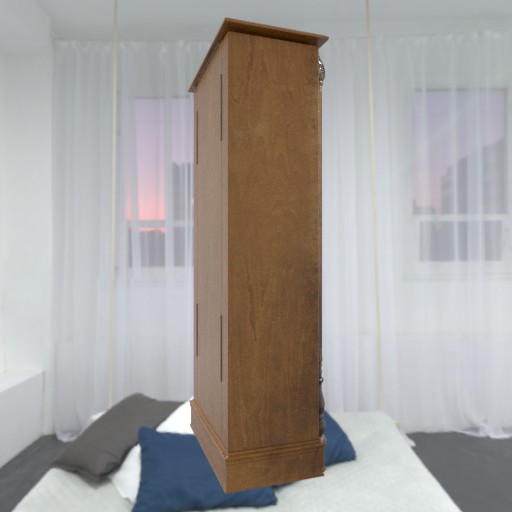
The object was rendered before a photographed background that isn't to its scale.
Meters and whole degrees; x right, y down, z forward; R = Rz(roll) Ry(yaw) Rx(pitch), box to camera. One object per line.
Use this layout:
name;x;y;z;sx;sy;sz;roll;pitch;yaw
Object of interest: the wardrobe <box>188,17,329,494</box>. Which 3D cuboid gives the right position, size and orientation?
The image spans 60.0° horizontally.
wardrobe;0.000;0.000;1.118;0.273;0.959;0.406;0;0;-19
